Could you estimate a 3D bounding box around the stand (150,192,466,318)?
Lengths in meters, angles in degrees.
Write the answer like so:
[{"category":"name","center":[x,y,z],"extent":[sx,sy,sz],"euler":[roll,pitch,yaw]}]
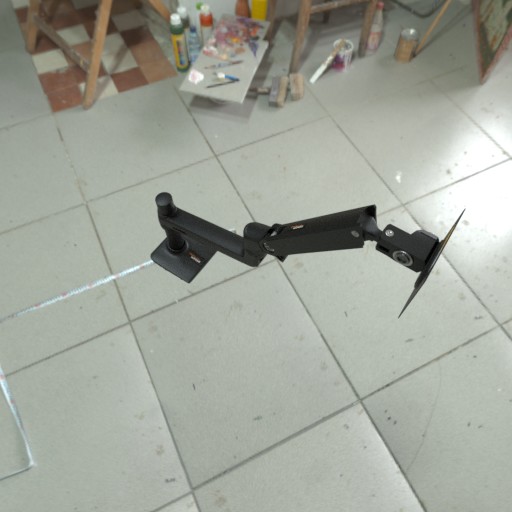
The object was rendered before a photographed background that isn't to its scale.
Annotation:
[{"category":"stand","center":[0.000,0.000,1.019],"extent":[0.650,0.713,0.152],"euler":[31,64,17]}]
